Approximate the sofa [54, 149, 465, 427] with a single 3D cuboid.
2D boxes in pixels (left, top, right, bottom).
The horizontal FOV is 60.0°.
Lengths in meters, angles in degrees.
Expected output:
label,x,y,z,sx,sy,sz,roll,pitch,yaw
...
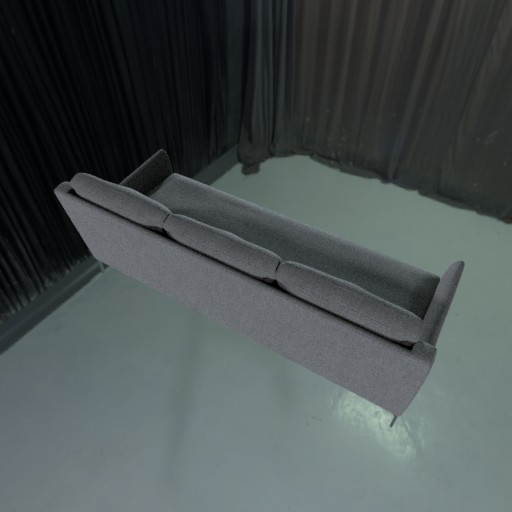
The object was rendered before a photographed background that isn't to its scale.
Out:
label,x,y,z,sx,sy,sz,roll,pitch,yaw
sofa,0.000,0.000,2.491,2.060,0.837,0.849,24,51,21
